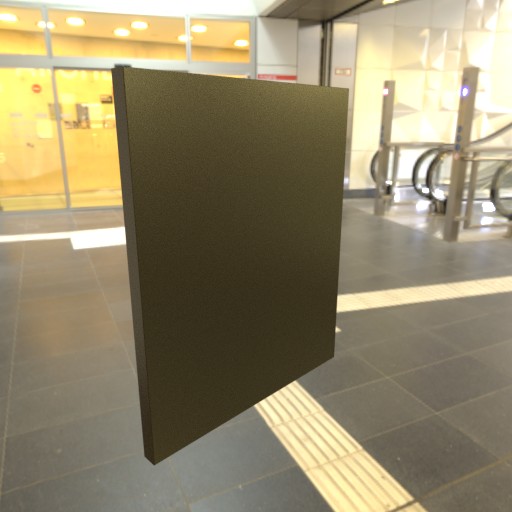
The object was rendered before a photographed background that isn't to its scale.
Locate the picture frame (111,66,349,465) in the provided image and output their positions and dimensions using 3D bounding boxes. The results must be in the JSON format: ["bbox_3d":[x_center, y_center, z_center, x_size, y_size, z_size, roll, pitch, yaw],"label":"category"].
[{"bbox_3d":[0.000,0.000,0.753,0.460,0.556,0.028,-16,23,-43],"label":"picture frame"}]
